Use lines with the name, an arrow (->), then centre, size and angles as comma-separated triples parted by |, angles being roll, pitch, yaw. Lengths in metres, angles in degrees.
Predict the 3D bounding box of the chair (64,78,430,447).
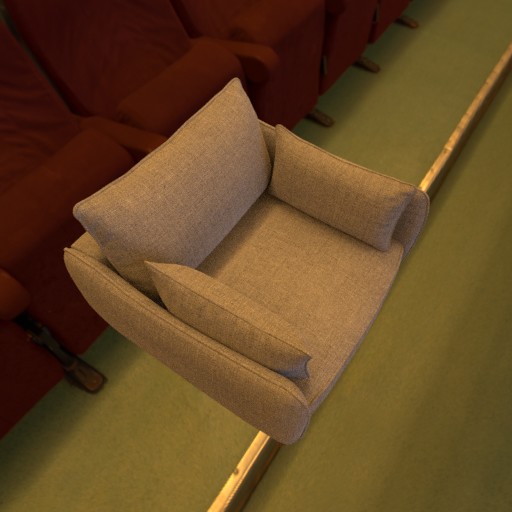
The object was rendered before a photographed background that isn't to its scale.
chair -> 0.000, 0.000, 1.687 | 0.976, 0.839, 0.993 | 29, 61, 18
